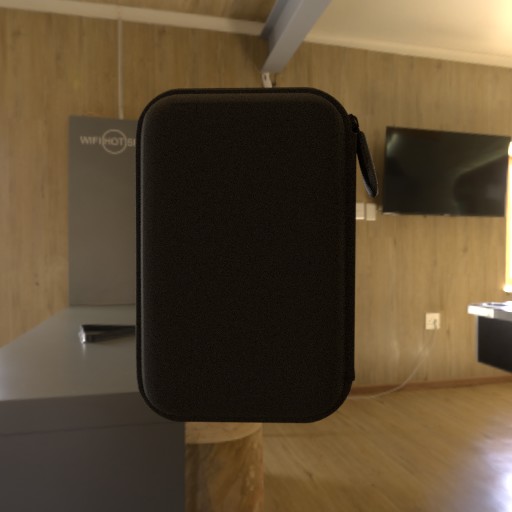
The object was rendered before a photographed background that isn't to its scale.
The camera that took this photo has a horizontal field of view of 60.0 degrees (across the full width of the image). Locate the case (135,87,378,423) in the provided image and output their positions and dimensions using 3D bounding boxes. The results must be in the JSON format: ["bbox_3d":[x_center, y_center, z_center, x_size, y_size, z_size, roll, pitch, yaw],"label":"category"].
[{"bbox_3d":[0.000,0.000,0.196,0.107,0.147,0.030,0,1,2],"label":"case"}]
